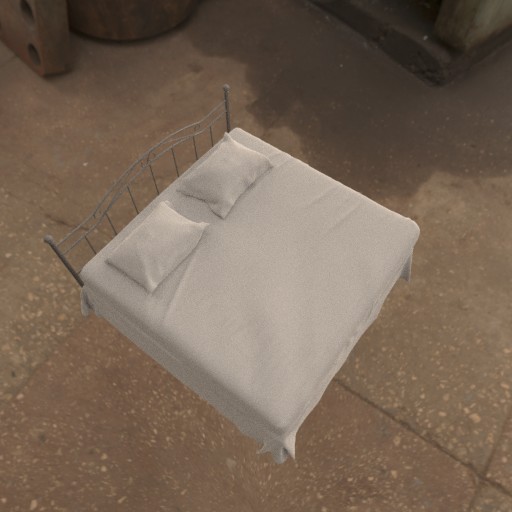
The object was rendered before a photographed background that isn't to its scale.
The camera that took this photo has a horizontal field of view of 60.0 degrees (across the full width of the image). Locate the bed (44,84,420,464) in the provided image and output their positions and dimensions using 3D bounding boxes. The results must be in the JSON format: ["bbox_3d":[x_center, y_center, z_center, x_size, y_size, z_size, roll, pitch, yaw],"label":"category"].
[{"bbox_3d":[0.000,0.000,3.617,2.220,1.080,2.309,33,65,18],"label":"bed"}]
